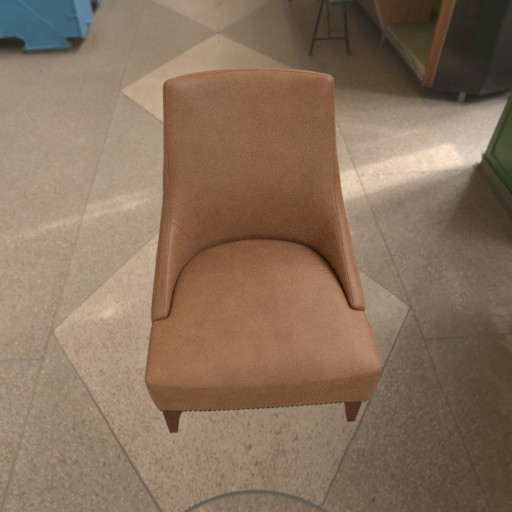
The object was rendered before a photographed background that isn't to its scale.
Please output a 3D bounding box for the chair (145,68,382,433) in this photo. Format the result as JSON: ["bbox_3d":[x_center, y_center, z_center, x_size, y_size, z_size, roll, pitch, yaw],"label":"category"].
[{"bbox_3d":[0.000,0.000,1.484,0.701,0.909,0.861,-3,46,-3],"label":"chair"}]
